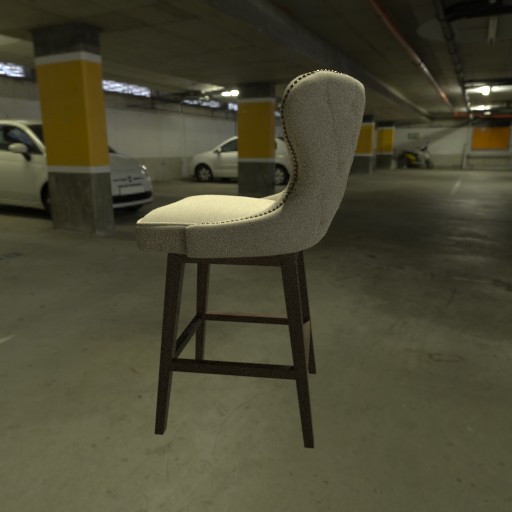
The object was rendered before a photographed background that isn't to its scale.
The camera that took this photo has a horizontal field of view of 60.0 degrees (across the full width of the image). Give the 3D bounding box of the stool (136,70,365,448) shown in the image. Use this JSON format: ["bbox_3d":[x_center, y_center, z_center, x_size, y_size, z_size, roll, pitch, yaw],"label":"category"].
[{"bbox_3d":[0.000,0.000,1.348,0.597,0.972,0.615,2,14,8],"label":"stool"}]
